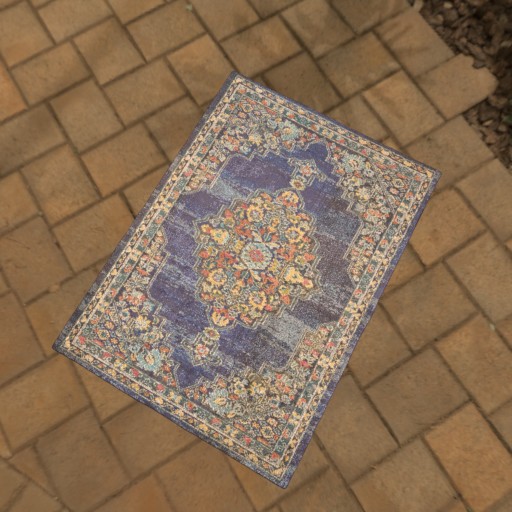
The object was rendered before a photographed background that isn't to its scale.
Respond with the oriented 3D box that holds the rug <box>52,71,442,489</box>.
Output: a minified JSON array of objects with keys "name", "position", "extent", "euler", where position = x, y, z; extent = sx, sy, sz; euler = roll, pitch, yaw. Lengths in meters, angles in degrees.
[{"name":"rug","position":[0.000,0.000,2.839],"extent":[1.630,0.009,2.232],"euler":[28,78,7]}]
